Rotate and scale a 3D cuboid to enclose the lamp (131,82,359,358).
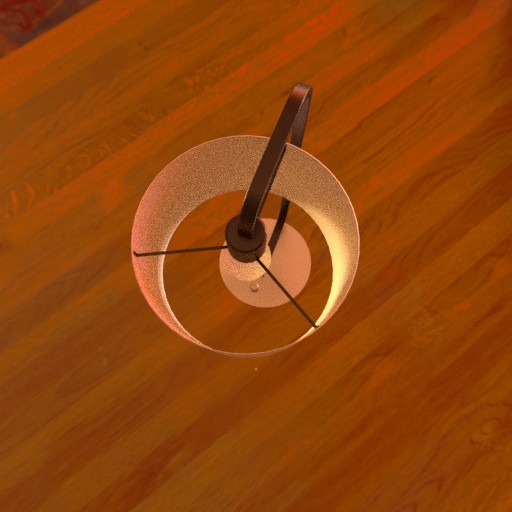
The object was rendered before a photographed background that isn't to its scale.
[{"bbox_3d":[0.000,0.000,0.626,0.230,0.473,0.288,21,77,5],"label":"lamp"}]
